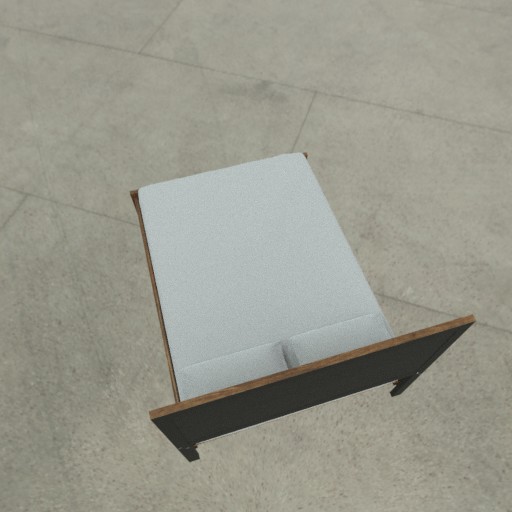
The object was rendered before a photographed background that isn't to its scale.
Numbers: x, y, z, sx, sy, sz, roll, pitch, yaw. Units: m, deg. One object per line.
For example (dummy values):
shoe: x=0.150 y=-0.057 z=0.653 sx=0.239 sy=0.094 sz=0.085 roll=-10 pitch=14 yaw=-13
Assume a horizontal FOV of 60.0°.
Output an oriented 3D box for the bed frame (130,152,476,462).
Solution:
bed frame: x=0.000 y=0.000 z=3.337 sx=1.696 sy=1.417 sz=2.276 roll=-14 pitch=59 yaw=-9
